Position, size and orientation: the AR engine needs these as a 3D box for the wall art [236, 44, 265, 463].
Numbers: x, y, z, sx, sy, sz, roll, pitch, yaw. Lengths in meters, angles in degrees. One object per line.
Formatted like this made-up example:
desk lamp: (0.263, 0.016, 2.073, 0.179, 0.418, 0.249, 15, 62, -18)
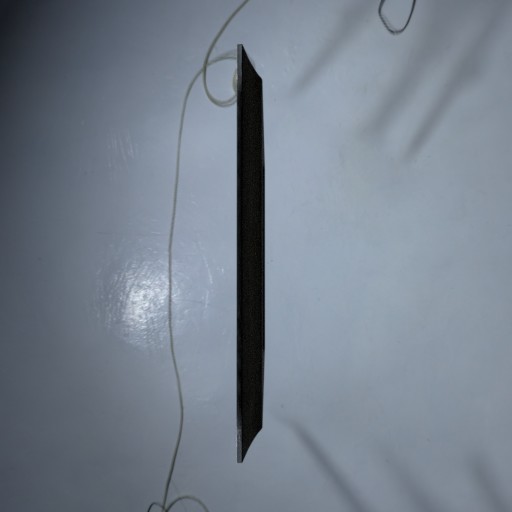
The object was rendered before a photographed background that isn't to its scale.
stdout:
wall art: (0.000, 0.000, 0.630, 0.023, 0.457, 0.381, 0, 89, 2)
